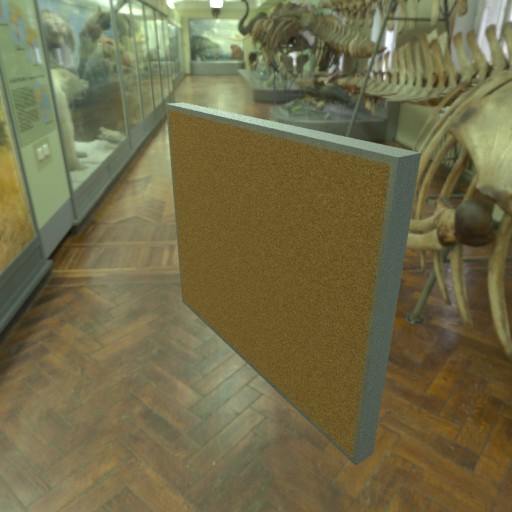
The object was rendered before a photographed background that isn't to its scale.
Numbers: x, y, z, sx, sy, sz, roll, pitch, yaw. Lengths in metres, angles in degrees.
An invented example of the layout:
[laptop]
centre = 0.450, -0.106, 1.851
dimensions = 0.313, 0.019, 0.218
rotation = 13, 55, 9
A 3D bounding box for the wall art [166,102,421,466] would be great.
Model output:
[wall art]
centre = 0.000, 0.000, 0.764
dimensions = 0.037, 0.450, 0.557
rotation = -17, 30, -31
